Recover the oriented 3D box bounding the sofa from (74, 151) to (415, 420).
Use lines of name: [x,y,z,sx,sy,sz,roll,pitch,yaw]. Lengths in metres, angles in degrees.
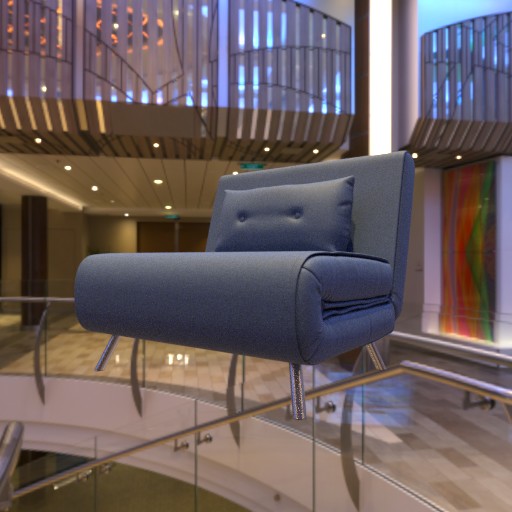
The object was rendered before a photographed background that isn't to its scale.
sofa: [0.000,0.000,1.758,0.999,0.860,0.996,0,0,35]
